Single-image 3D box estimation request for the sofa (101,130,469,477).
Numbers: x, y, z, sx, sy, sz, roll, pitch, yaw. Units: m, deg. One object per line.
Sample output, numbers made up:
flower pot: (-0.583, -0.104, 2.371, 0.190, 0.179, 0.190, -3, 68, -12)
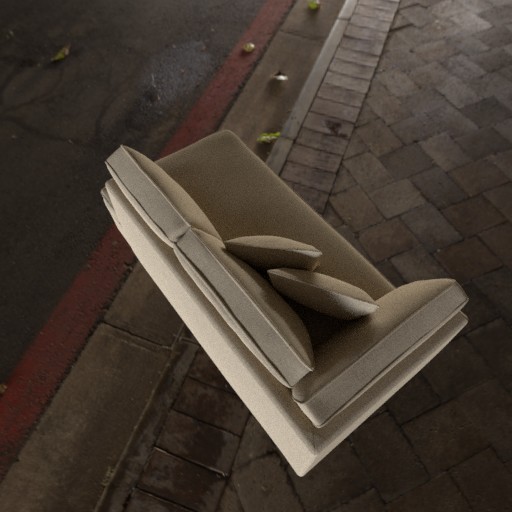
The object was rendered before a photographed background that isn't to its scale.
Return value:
sofa: (0.000, 0.000, 2.799, 1.110, 1.033, 2.237, -33, 63, -19)
